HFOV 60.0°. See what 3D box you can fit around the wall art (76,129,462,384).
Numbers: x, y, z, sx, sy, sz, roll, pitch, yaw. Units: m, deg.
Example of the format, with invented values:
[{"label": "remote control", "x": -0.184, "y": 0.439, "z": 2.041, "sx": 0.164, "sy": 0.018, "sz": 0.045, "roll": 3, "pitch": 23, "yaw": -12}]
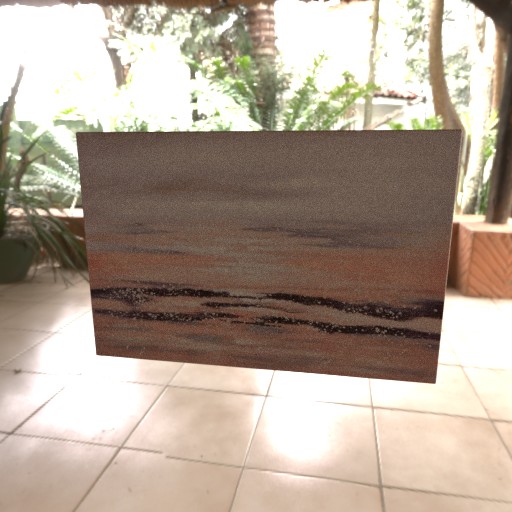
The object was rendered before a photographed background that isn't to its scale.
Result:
[{"label": "wall art", "x": 0.000, "y": 0.000, "z": 1.122, "sx": 0.913, "sy": 0.609, "sz": 0.038, "roll": 2, "pitch": 14, "yaw": 10}]
